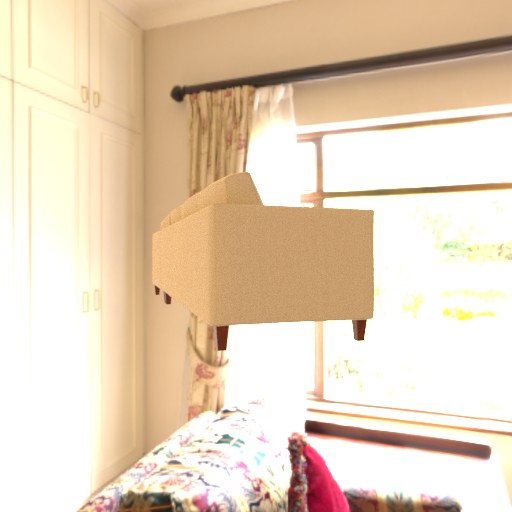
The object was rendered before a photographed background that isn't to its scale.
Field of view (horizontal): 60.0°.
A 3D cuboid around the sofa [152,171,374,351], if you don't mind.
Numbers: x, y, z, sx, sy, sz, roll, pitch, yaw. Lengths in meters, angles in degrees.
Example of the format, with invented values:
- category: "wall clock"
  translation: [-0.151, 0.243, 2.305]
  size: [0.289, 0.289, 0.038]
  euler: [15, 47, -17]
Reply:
- category: "sofa"
  translation: [0.000, 0.000, 4.078]
  size: [1.599, 0.954, 3.471]
  euler: [0, 0, -18]
